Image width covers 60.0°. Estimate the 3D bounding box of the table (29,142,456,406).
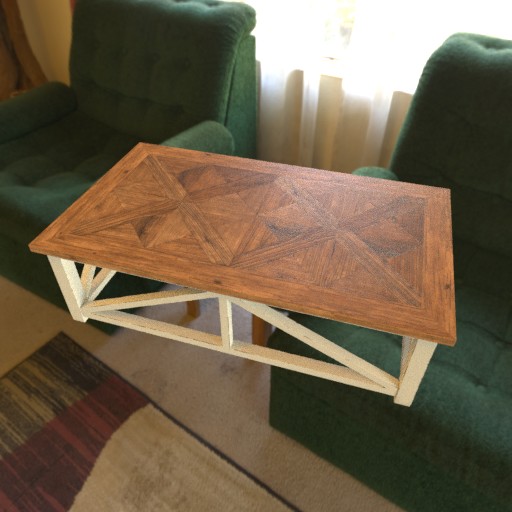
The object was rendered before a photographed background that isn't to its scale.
[{"bbox_3d":[0.000,0.000,1.797,1.400,0.410,0.800,11,42,13],"label":"table"}]
